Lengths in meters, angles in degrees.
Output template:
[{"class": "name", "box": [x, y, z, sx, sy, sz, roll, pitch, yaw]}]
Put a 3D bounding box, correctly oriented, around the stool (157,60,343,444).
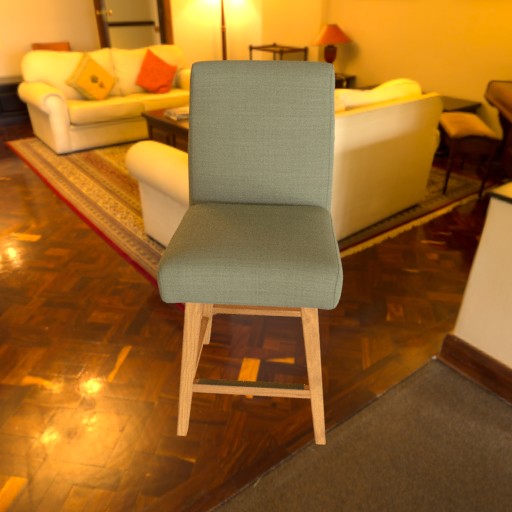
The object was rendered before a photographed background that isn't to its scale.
[{"class": "stool", "box": [0.000, 0.000, 1.318, 0.459, 1.019, 0.570, 2, 30, 4]}]
